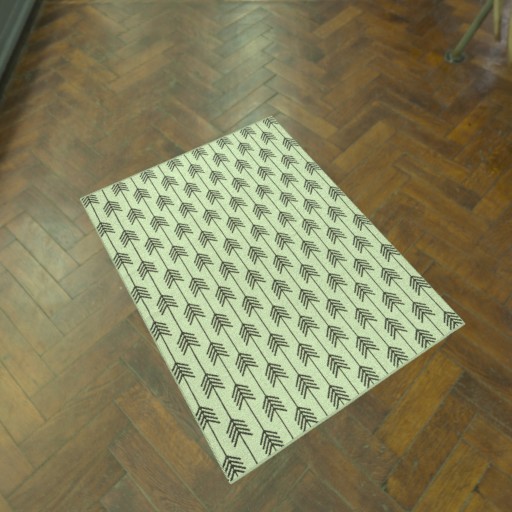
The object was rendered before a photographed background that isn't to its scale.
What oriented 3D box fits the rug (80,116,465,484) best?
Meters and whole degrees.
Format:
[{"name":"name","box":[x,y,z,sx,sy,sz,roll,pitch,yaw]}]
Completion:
[{"name":"rug","box":[0.000,0.000,4.153,2.330,0.010,3.061,-28,62,-16]}]
